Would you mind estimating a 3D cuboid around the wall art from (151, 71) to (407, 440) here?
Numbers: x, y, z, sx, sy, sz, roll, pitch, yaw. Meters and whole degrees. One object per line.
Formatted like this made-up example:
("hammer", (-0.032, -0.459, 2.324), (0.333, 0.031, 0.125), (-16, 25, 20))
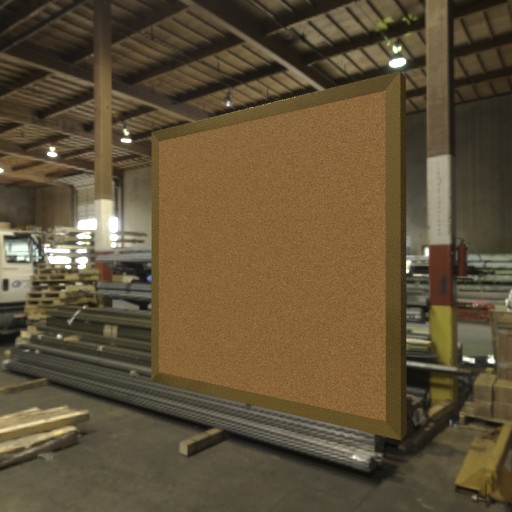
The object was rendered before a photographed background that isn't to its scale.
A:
("wall art", (0.000, 0.000, 1.153), (0.762, 0.762, 0.038), (0, 0, 36))
